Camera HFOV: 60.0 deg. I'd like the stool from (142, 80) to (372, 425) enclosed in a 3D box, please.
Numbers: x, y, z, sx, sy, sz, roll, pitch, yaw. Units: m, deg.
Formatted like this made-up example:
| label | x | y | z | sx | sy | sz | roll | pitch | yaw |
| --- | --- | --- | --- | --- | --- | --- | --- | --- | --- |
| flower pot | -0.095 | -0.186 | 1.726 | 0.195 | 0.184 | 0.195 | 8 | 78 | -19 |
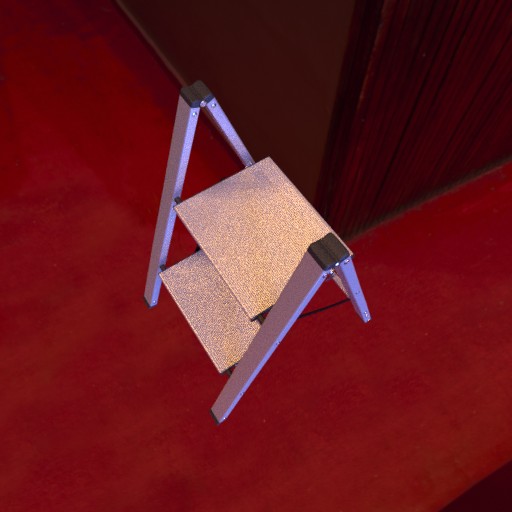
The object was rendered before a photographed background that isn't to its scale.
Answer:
| label | x | y | z | sx | sy | sz | roll | pitch | yaw |
| --- | --- | --- | --- | --- | --- | --- | --- | --- | --- |
| stool | 0.000 | 0.000 | 1.022 | 0.535 | 0.670 | 0.440 | -31 | 67 | -15 |
